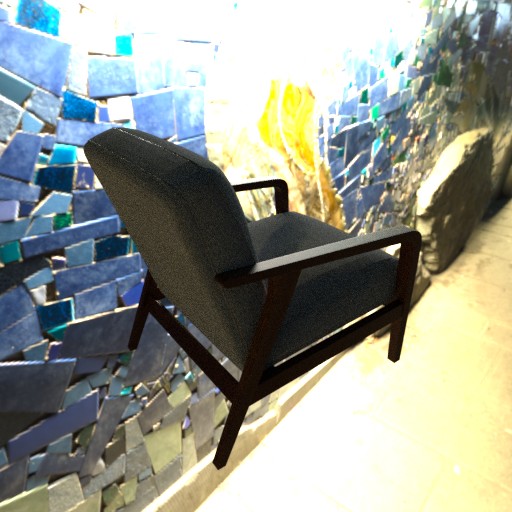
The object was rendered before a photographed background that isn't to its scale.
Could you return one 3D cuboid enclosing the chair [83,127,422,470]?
[{"bbox_3d":[0.000,0.000,1.475,0.858,0.847,0.704,-18,32,-32],"label":"chair"}]
